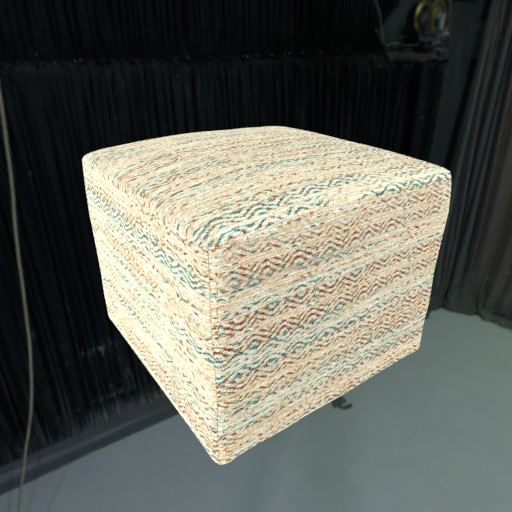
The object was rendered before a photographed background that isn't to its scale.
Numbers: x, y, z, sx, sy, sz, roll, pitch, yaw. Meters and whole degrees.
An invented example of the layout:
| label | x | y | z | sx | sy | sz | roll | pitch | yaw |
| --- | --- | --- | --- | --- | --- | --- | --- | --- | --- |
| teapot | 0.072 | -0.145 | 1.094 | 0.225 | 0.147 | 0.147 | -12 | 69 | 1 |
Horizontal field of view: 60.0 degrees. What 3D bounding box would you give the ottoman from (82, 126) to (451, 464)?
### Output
| label | x | y | z | sx | sy | sz | roll | pitch | yaw |
| --- | --- | --- | --- | --- | --- | --- | --- | --- | --- |
| ottoman | 0.000 | 0.000 | 0.913 | 0.512 | 0.453 | 0.521 | -18 | 32 | -31 |
